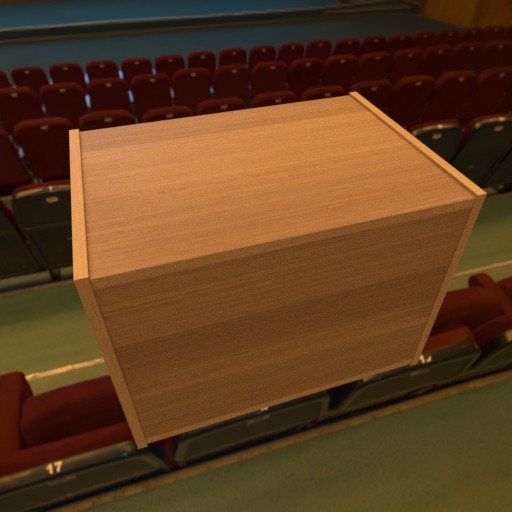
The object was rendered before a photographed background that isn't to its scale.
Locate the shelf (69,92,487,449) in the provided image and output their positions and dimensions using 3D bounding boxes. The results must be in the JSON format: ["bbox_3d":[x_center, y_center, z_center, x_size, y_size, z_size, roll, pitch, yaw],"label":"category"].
[{"bbox_3d":[0.000,0.000,0.620,0.415,0.305,0.290,-12,43,-14],"label":"shelf"}]
